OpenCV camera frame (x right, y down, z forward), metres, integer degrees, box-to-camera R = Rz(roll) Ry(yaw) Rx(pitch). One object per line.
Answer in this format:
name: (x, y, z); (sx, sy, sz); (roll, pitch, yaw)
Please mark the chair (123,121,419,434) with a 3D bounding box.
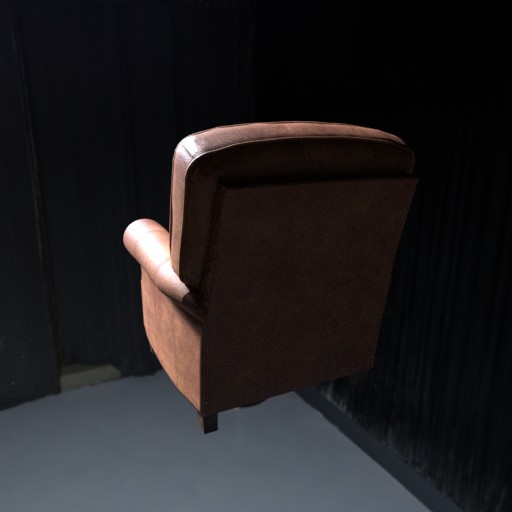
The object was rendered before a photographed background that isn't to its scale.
chair: (0.000, 0.000, 1.781); (0.936, 1.018, 0.986); (-8, 17, -26)
